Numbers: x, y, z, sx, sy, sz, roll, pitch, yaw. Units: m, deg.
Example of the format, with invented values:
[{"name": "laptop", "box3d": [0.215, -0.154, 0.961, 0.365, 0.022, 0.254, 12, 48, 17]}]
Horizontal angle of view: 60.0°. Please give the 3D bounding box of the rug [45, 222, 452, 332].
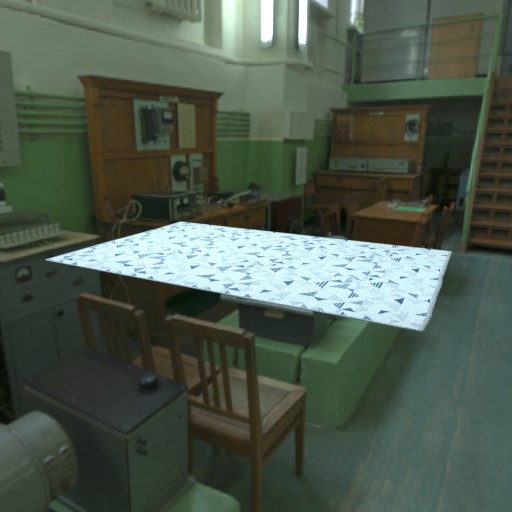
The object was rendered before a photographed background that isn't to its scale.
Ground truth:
[{"name": "rug", "box3d": [0.000, 0.000, 3.117, 2.457, 0.009, 1.512, 8, 17, 26]}]
